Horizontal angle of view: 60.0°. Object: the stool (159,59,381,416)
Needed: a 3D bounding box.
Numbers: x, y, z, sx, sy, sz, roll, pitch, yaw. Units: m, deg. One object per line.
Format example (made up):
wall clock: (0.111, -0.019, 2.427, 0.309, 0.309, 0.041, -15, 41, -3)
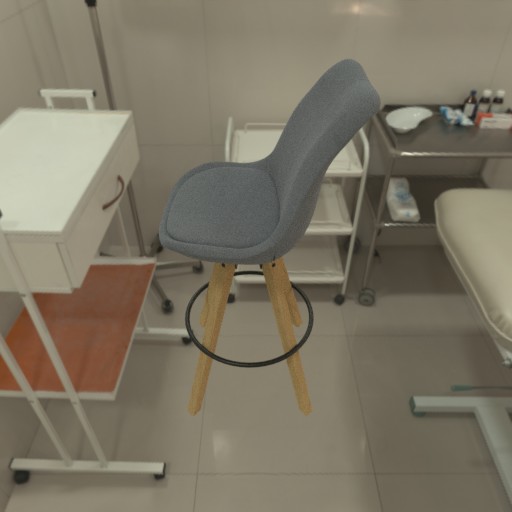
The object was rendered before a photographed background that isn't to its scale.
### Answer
stool: (0.000, 0.000, 1.400, 0.550, 1.115, 0.485, 0, 40, 0)
